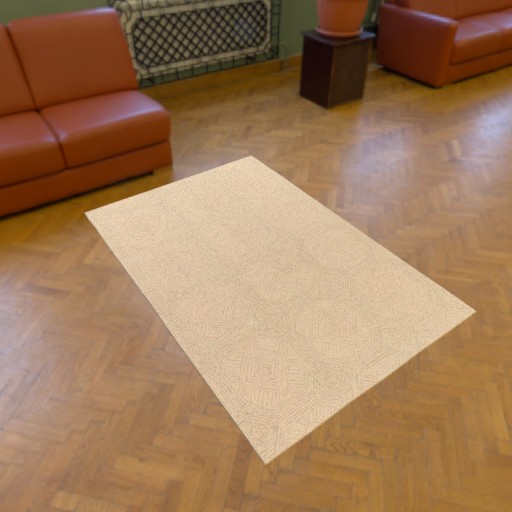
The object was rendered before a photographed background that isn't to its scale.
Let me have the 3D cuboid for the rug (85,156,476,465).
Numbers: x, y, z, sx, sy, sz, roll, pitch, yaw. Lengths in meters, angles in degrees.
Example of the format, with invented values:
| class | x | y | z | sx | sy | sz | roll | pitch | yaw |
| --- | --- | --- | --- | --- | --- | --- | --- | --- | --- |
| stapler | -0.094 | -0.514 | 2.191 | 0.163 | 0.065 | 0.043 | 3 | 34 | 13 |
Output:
| class | x | y | z | sx | sy | sz | roll | pitch | yaw |
| --- | --- | --- | --- | --- | --- | --- | --- | --- | --- |
| rug | 0.000 | 0.000 | 2.368 | 1.236 | 0.009 | 1.839 | -25 | 47 | -26 |
